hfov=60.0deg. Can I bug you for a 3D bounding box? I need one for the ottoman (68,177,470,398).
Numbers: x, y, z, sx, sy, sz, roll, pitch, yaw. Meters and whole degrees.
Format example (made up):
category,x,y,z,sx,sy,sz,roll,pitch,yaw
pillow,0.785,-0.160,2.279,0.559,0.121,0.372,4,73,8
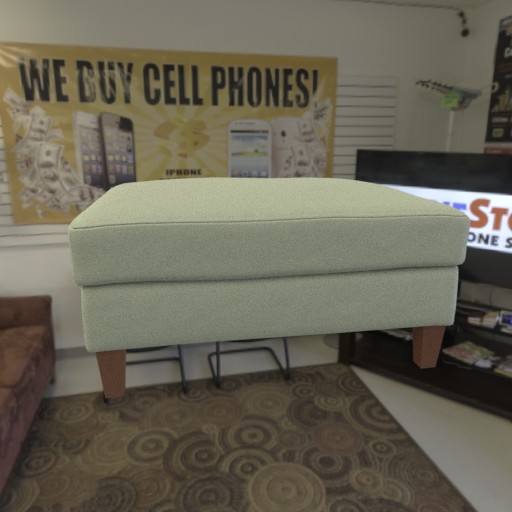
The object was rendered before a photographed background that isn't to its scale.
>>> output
category,x,y,z,sx,sy,sz,roll,pitch,yaw
ottoman,0.000,0.000,1.476,0.991,0.494,0.842,-3,15,-10
